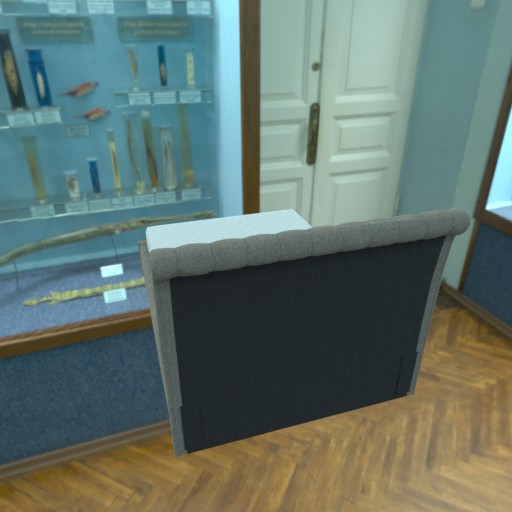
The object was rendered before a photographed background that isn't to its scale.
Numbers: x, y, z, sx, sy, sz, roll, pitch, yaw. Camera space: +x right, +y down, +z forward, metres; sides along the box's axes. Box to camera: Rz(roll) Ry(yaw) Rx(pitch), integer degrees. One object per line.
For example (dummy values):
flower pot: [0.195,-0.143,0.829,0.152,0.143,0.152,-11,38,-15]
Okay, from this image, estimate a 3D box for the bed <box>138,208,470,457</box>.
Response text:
bed: [0.000,0.000,3.334,1.645,1.371,2.252,-9,29,-16]
